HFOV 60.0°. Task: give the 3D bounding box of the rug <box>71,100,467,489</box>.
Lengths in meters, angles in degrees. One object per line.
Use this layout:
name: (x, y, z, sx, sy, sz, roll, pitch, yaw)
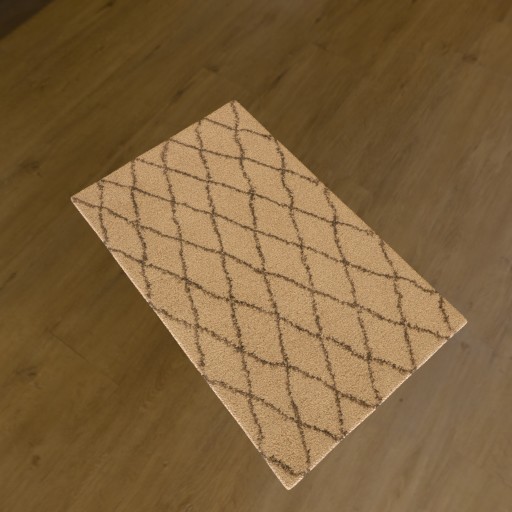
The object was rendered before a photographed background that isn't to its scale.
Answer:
rug: (0.000, 0.000, 3.038, 1.524, 0.030, 2.438, -36, 70, -16)
